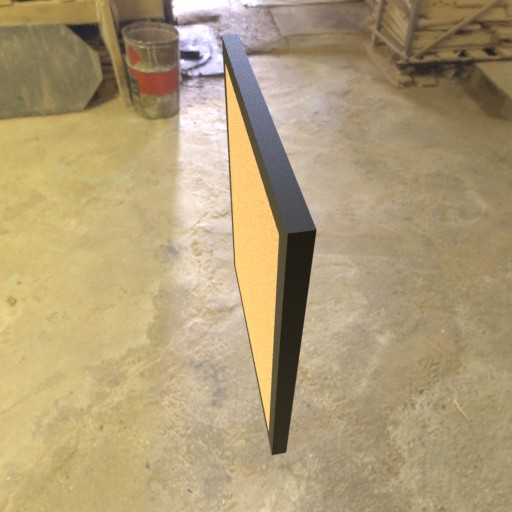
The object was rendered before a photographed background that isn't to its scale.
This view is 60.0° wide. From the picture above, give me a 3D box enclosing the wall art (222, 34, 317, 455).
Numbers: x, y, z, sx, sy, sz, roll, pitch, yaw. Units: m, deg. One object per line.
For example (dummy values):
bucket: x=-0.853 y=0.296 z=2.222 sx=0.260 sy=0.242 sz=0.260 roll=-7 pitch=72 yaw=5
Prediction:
wall art: x=0.000 y=0.000 z=0.697 sx=0.025 sy=0.508 sz=0.432 roll=-7 pitch=47 yaw=-7
